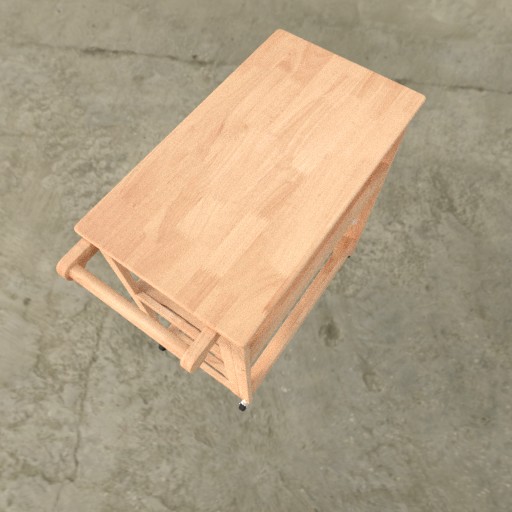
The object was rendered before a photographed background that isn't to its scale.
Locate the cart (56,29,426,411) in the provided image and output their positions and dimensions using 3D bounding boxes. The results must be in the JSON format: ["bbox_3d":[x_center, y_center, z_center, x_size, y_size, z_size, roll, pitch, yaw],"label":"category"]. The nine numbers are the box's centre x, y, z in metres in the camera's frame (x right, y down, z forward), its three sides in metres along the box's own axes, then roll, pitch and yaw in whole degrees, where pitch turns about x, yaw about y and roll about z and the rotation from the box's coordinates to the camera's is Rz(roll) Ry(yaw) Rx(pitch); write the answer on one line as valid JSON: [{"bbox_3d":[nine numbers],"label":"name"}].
[{"bbox_3d":[0.000,0.000,1.362,0.432,0.879,0.853,32,68,15],"label":"cart"}]
